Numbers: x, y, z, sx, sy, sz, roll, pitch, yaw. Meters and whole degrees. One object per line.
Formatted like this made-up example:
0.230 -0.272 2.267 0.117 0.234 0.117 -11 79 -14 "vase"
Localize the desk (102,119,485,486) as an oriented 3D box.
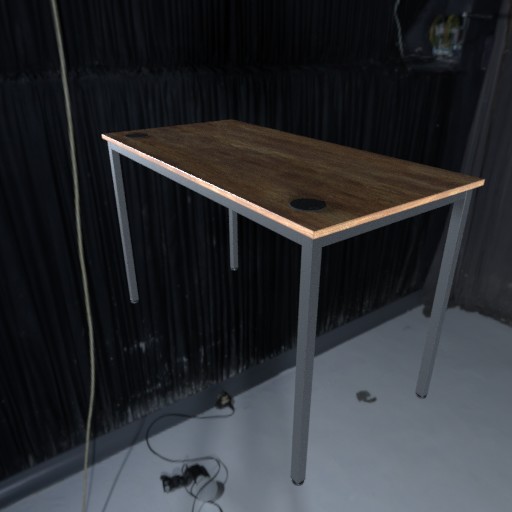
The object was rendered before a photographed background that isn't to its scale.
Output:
0.000 0.000 1.593 0.600 0.749 1.200 -18 31 -32 "desk"
